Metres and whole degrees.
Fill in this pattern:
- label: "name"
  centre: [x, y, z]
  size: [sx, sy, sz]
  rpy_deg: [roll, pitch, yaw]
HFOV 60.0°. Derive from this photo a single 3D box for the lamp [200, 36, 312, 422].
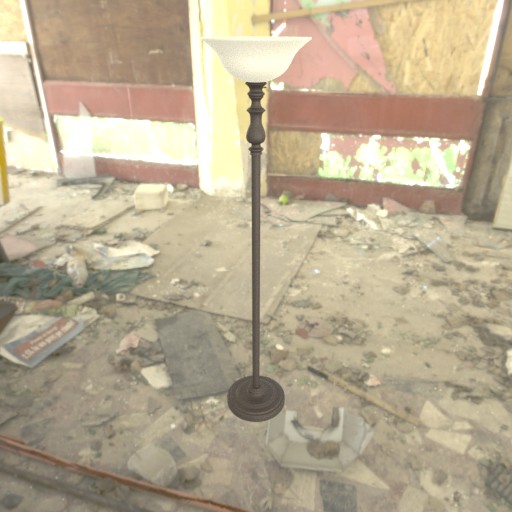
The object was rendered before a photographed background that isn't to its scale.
- label: "lamp"
  centre: [0.000, 0.000, 2.030]
  size: [0.405, 1.797, 0.405]
  rpy_deg: [19, 33, 33]
